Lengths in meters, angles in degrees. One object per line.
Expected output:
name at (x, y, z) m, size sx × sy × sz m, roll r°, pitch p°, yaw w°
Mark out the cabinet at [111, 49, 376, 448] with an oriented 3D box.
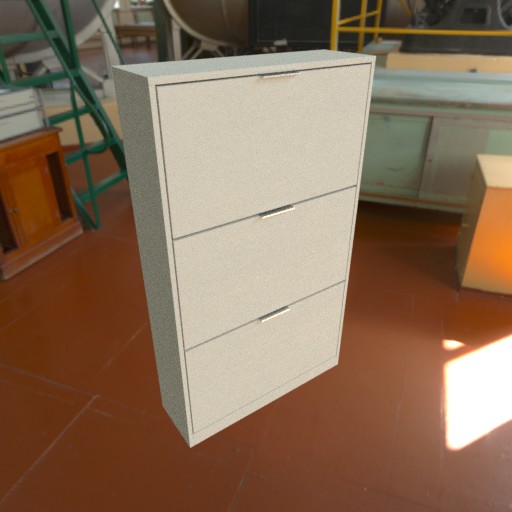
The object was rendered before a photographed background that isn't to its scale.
cabinet at (0.000, 0.000, 1.578) m, size 0.750 × 1.280 × 0.250 m, roll -20°, pitch 35°, yaw -30°
